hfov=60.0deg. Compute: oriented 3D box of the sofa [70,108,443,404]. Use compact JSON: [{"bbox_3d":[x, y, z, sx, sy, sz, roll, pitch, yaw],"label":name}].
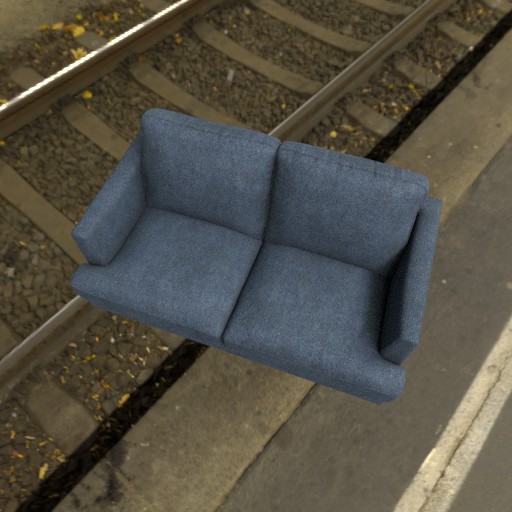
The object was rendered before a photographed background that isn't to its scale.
[{"bbox_3d":[0.000,0.000,2.162,1.582,0.944,0.903,17,60,10],"label":"sofa"}]
